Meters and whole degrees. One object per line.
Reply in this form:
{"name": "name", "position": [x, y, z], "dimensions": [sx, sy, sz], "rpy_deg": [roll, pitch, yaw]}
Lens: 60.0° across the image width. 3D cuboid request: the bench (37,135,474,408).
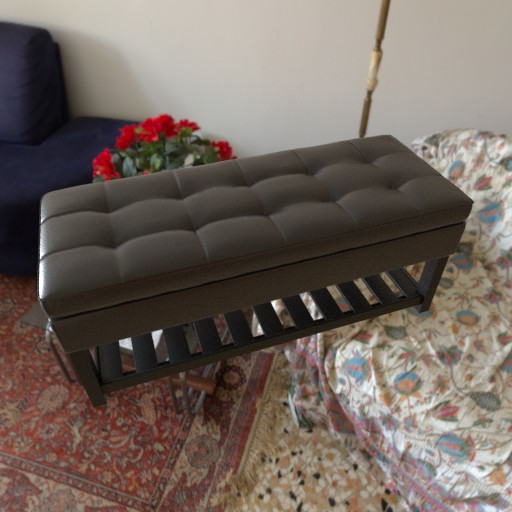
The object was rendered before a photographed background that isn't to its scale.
{"name": "bench", "position": [0.000, 0.000, 1.332], "dimensions": [1.105, 0.460, 0.432], "rpy_deg": [-13, 43, -14]}
